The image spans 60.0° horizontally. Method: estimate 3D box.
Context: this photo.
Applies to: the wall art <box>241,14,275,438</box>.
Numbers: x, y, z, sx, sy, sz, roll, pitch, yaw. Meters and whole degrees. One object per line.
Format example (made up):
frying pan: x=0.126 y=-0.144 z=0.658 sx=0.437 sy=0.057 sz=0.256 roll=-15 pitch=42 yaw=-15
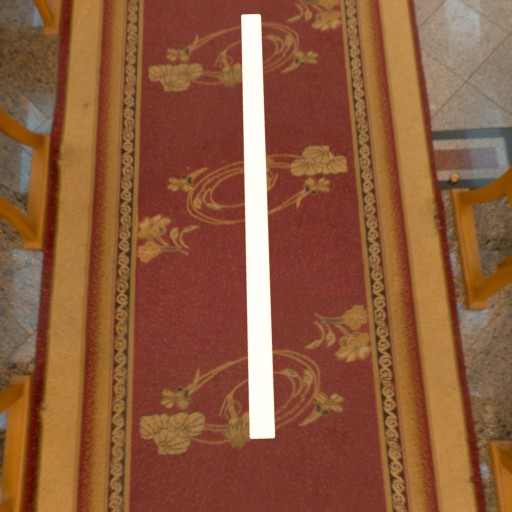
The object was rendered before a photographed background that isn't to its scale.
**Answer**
wall art: x=0.000 y=0.000 z=1.116 sx=0.037 sy=0.757 sz=0.757 roll=-1 pitch=75 yaw=0
